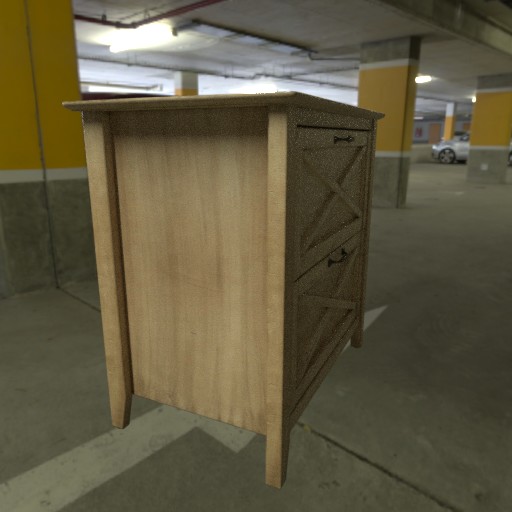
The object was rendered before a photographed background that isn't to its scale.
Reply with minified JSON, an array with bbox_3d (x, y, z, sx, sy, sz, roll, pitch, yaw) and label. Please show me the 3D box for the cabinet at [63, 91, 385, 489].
[{"bbox_3d":[0.000,0.000,1.208,0.503,0.762,0.763,7,17,25],"label":"cabinet"}]
